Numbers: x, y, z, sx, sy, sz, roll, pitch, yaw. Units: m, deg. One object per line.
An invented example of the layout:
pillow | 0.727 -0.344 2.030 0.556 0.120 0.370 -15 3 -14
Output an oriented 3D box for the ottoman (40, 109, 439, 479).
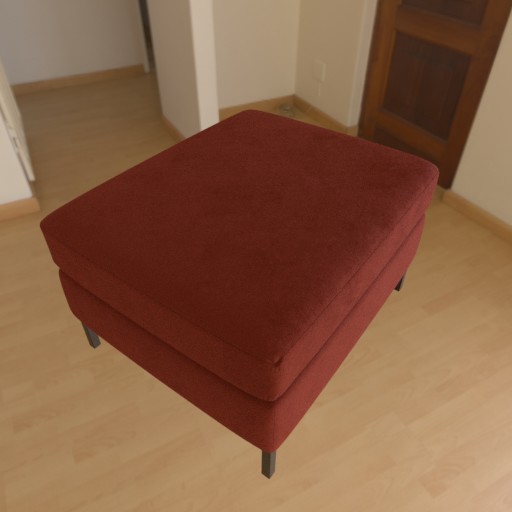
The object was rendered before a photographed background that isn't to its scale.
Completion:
ottoman | 0.000 0.000 1.173 0.650 0.462 0.782 26 47 27
